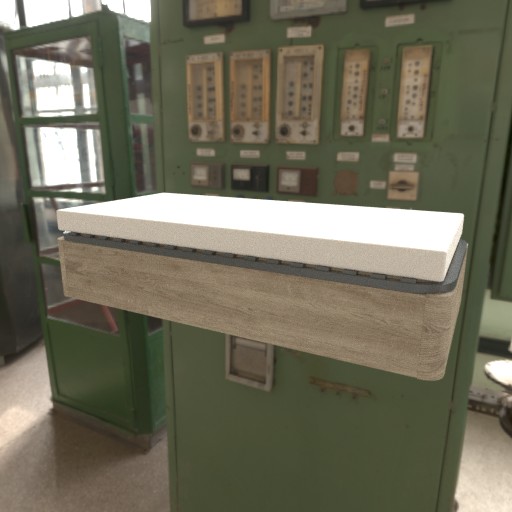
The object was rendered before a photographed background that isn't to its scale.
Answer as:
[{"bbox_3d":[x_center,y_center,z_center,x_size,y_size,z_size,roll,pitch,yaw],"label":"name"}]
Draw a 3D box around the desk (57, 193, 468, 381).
[{"bbox_3d":[0.000,0.000,2.253,1.900,0.455,0.900,8,17,27],"label":"desk"}]
